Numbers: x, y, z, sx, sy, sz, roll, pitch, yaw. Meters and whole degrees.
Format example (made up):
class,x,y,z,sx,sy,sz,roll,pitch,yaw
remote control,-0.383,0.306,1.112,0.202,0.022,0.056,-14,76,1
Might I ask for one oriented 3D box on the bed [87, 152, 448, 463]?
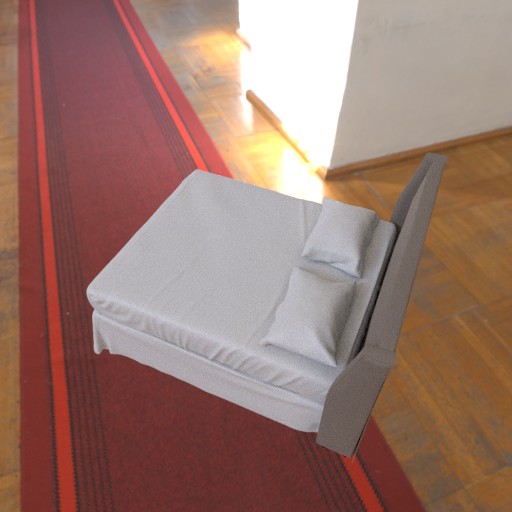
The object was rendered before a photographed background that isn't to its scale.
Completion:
class,x,y,z,sx,sy,sz,roll,pitch,yaw
bed,0.000,0.000,3.446,2.276,1.332,1.925,18,49,16
